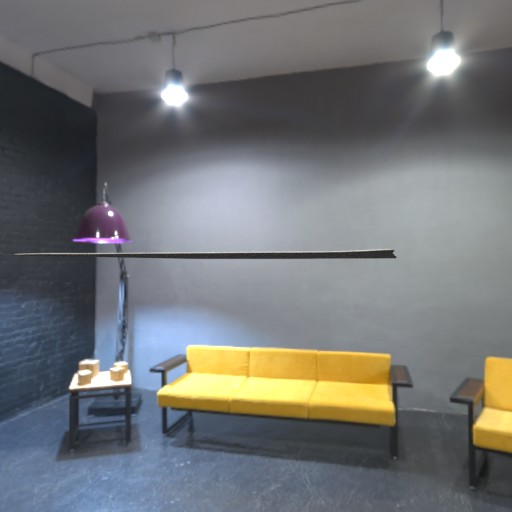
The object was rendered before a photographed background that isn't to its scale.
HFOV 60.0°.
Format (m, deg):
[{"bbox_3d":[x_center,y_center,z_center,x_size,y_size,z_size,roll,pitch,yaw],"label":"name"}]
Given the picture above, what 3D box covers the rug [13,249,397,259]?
[{"bbox_3d":[0.000,0.000,3.881,2.343,0.026,2.925,0,-1,18],"label":"rug"}]
